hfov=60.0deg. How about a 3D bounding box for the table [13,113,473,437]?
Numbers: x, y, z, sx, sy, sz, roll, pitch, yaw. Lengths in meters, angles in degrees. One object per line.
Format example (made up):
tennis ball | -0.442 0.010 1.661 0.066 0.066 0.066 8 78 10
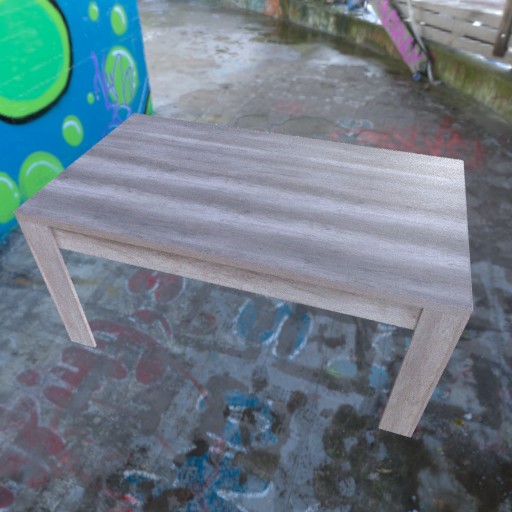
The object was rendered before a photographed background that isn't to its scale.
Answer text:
table | 0.000 0.000 2.038 1.600 0.775 0.900 12 43 13
